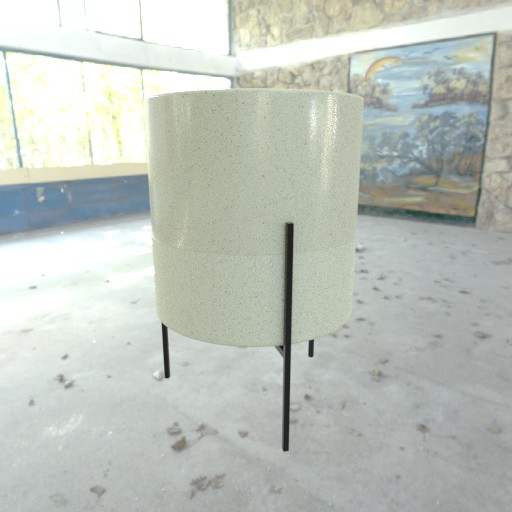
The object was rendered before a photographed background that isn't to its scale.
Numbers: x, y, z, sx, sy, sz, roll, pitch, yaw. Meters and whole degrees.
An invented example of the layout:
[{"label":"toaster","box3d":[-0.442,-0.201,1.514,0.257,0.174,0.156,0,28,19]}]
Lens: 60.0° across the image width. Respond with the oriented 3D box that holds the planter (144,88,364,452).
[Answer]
[{"label":"planter","box3d":[0.000,0.000,0.712,0.314,0.475,0.323,14,20,42]}]
